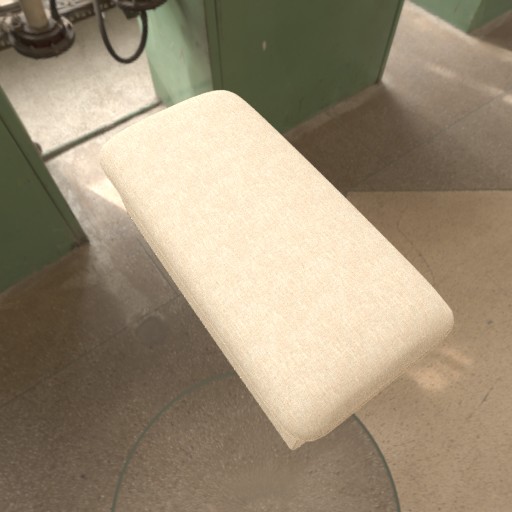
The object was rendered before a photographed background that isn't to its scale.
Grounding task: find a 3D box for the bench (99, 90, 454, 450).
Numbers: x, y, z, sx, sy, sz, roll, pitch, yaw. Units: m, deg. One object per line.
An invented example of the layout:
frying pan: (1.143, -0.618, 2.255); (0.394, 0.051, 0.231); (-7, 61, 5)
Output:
bench: (0.000, 0.000, 1.281); (0.483, 0.483, 0.991); (-31, 65, -17)
